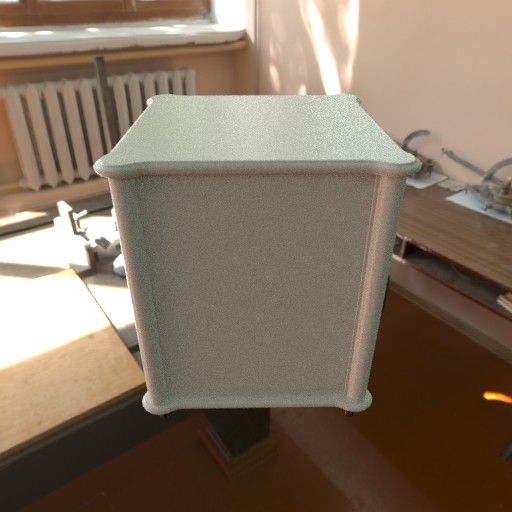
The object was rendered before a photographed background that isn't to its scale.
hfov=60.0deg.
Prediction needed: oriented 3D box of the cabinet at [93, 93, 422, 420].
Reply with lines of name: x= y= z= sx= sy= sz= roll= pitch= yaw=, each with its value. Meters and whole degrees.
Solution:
cabinet: x=0.000 y=0.000 z=1.260 sx=0.628 sy=0.761 sz=0.627 roll=-1 pitch=31 yaw=-1
